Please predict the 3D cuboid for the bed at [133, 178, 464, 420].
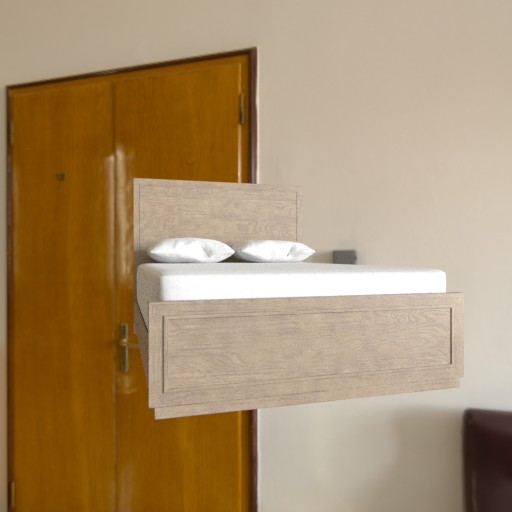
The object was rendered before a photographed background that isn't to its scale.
[{"bbox_3d":[0.000,0.000,3.127,1.606,1.369,2.189,0,0,-17],"label":"bed"}]
